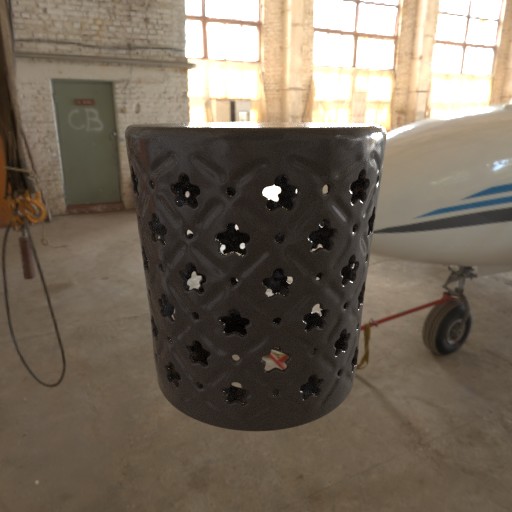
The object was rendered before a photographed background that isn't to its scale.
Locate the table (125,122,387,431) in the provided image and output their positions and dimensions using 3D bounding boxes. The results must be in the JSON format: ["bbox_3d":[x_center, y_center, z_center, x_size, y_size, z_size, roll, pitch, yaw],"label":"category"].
[{"bbox_3d":[0.000,0.000,0.669,0.352,0.387,0.352,0,18,0],"label":"table"}]
